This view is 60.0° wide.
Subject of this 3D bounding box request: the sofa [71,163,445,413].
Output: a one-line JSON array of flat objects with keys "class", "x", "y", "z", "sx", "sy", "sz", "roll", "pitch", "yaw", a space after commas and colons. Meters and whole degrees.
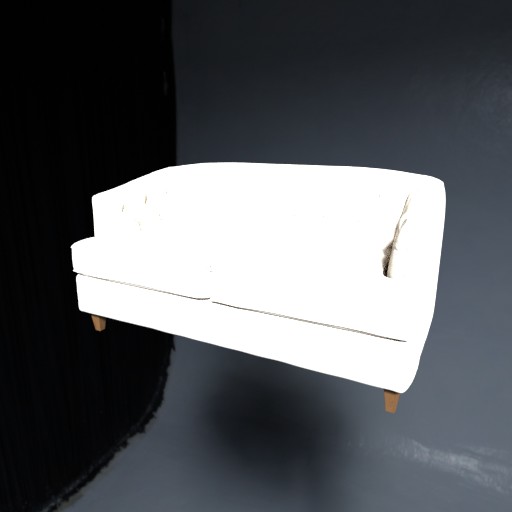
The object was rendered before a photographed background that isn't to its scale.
[{"class": "sofa", "x": 0.000, "y": 0.000, "z": 2.285, "sx": 1.731, "sy": 0.878, "sz": 0.940, "roll": 8, "pitch": 18, "yaw": 27}]
